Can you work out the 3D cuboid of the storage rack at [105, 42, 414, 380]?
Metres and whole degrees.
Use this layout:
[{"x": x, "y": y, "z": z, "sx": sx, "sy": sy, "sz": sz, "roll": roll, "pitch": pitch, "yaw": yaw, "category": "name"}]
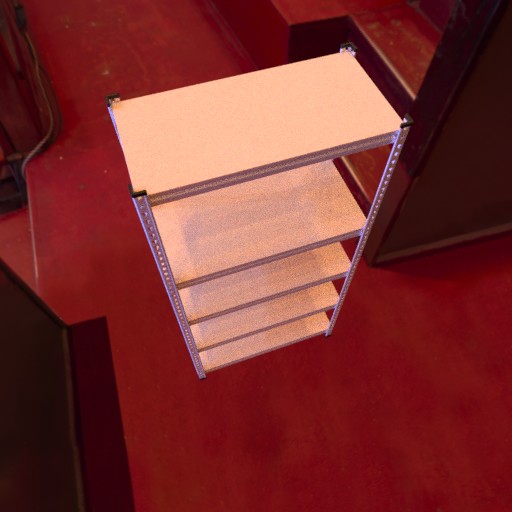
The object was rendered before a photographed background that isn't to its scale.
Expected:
[{"x": 0.000, "y": 0.000, "z": 2.223, "sx": 0.914, "sy": 1.829, "sz": 0.457, "roll": -17, "pitch": 60, "yaw": -10, "category": "storage rack"}]
